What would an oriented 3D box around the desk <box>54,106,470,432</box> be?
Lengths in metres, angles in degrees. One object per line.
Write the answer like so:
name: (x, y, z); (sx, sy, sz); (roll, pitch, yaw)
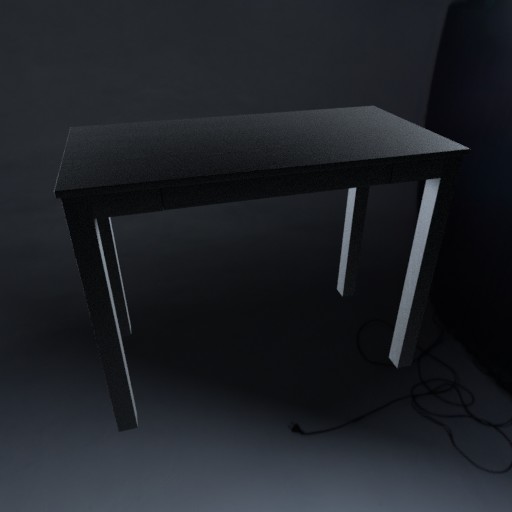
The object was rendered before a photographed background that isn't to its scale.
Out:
desk: (0.000, 0.000, 1.413); (0.991, 0.762, 0.499); (-8, 32, -14)
